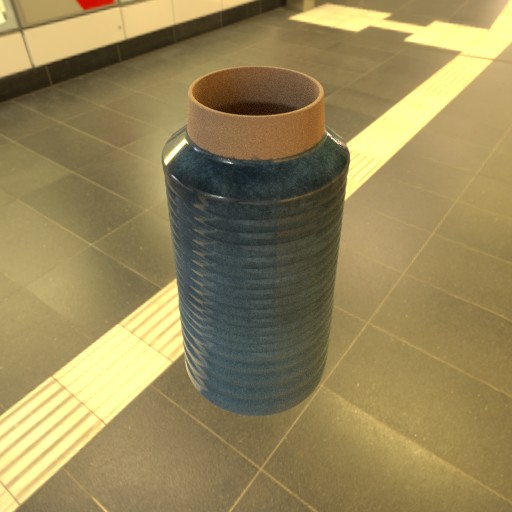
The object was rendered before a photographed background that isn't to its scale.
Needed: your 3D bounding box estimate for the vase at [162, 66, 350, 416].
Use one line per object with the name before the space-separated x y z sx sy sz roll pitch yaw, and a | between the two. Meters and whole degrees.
vase | 0.000 0.000 0.418 0.163 0.316 0.163 0 41 0
